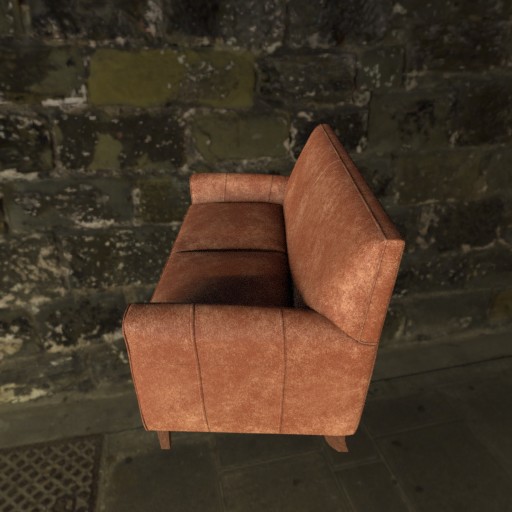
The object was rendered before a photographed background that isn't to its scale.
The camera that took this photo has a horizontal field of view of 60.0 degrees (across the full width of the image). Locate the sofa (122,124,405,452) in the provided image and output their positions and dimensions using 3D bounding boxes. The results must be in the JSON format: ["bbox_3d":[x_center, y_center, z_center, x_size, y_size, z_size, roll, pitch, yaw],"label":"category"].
[{"bbox_3d":[0.000,0.000,1.970,0.787,0.871,1.473,0,28,1],"label":"sofa"}]
